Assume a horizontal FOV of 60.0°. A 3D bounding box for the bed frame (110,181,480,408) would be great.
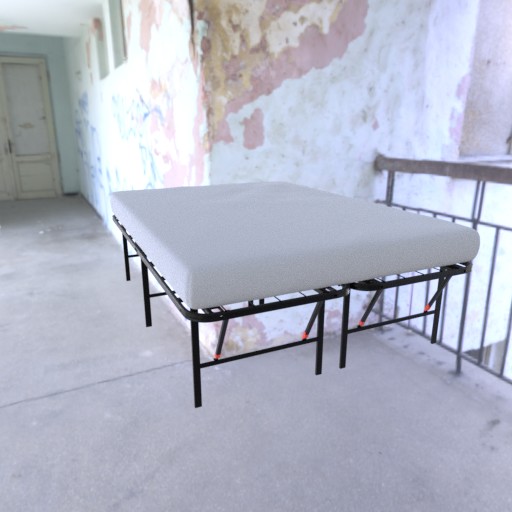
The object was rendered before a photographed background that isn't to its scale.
[{"bbox_3d":[0.000,0.000,2.590,1.372,0.637,1.905,-8,18,-24],"label":"bed frame"}]
